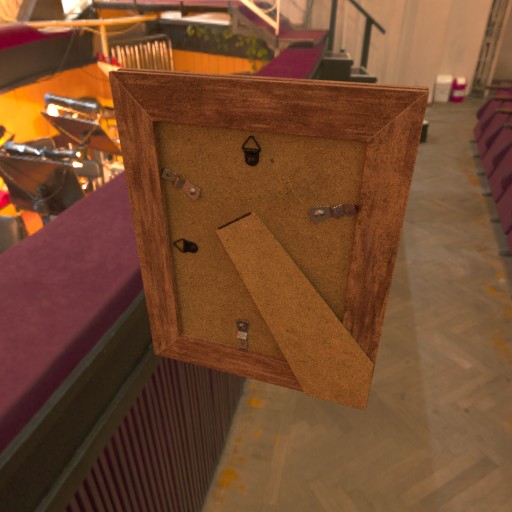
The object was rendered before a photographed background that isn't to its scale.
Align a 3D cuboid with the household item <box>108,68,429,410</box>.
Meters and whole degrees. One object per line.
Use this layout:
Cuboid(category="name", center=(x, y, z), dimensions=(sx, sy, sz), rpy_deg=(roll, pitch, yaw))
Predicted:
Cuboid(category="household item", center=(0.000, 0.000, 0.314), dimensions=(0.186, 0.237, 0.018), rpy_deg=(10, 33, 15))
